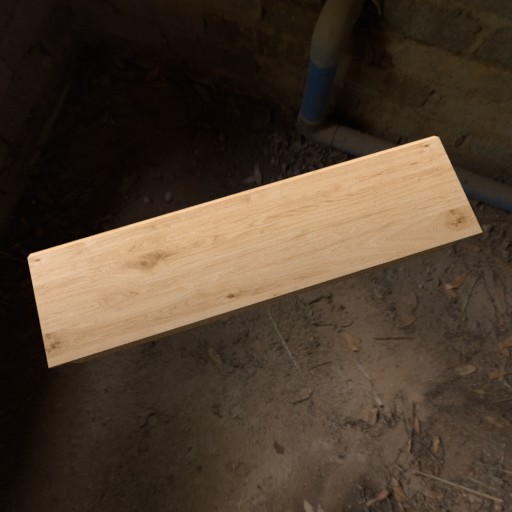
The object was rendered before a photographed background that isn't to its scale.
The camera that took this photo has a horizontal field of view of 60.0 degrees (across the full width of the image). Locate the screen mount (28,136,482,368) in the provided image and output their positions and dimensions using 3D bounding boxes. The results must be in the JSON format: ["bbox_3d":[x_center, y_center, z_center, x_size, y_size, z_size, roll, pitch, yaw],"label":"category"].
[{"bbox_3d":[0.000,0.000,1.915,1.700,0.430,0.450,-17,76,-4],"label":"screen mount"}]
